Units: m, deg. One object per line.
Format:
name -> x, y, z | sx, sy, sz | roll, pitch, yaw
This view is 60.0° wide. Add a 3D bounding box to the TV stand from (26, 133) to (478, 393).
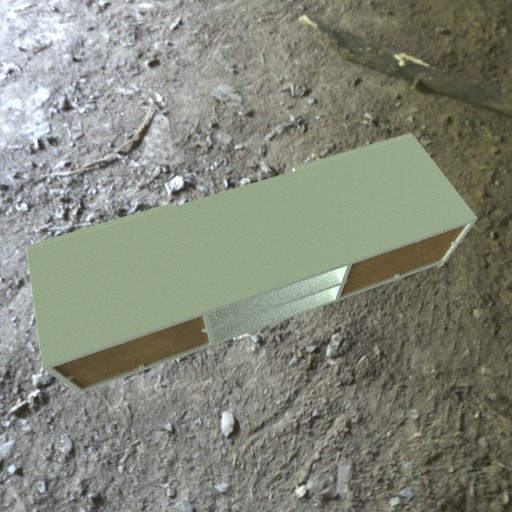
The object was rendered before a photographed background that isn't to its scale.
TV stand -> 0.000, 0.000, 1.562 | 1.400, 0.310, 0.420 | -18, 61, -10
